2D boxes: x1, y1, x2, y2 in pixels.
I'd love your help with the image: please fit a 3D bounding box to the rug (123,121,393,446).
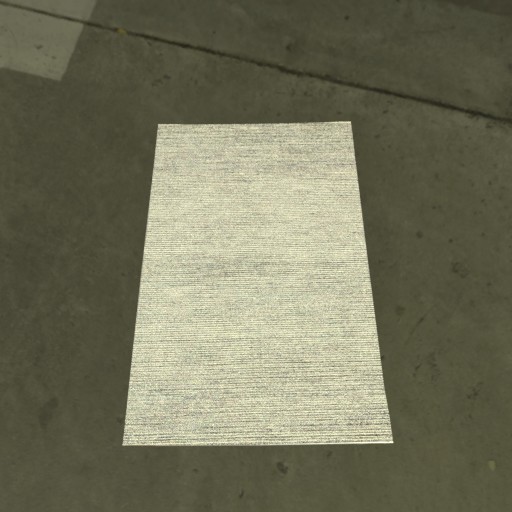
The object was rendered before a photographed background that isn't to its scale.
[{"bbox_3d":[0.000,0.000,2.274,1.159,0.021,1.789,0,64,0],"label":"rug"}]
